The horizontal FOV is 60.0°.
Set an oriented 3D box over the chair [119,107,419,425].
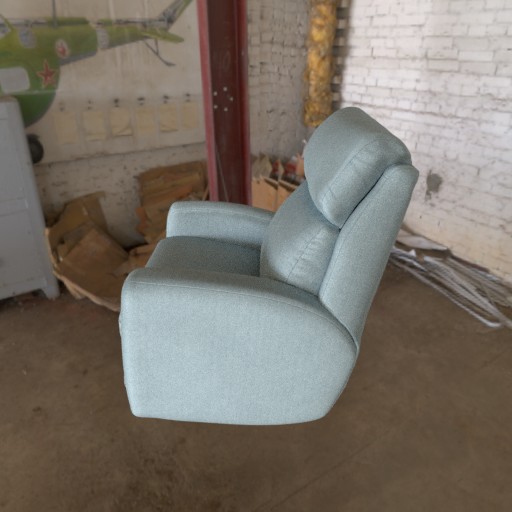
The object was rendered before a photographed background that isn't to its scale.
[{"bbox_3d":[0.000,0.000,1.661,0.940,1.016,0.794,1,26,2],"label":"chair"}]
